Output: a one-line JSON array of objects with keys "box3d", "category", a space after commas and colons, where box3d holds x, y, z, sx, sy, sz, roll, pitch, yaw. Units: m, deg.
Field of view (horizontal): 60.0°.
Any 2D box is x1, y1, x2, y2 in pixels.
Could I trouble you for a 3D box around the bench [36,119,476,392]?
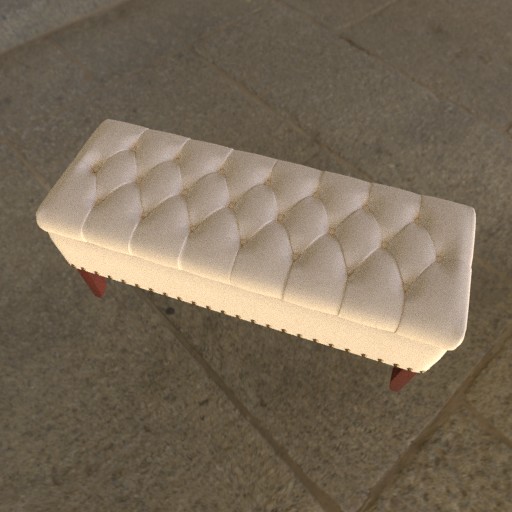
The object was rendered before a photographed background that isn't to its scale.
[{"box3d": [0.000, 0.000, 1.289, 1.054, 0.470, 0.400, 16, 60, 9], "category": "bench"}]
